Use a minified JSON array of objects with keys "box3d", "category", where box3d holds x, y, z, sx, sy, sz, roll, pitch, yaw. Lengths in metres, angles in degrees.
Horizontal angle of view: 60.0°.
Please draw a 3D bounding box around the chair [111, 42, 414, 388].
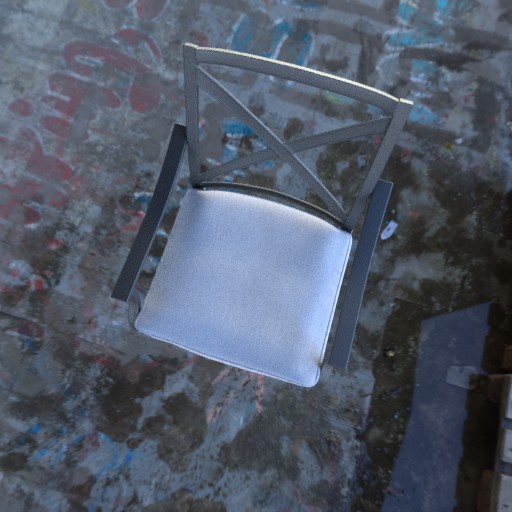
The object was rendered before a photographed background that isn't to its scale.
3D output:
[{"box3d":[0.000,0.000,1.268,0.575,0.889,0.620,16,76,4],"category":"chair"}]
